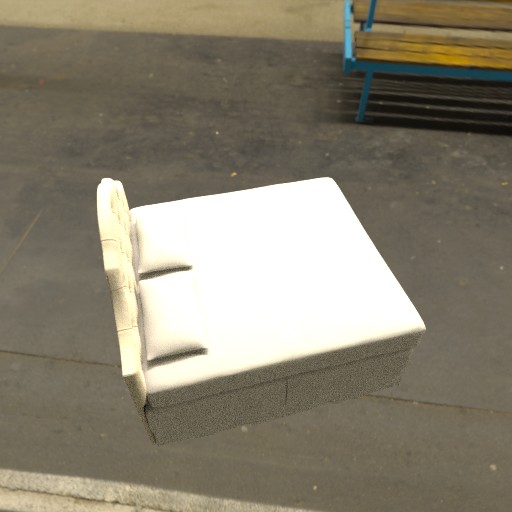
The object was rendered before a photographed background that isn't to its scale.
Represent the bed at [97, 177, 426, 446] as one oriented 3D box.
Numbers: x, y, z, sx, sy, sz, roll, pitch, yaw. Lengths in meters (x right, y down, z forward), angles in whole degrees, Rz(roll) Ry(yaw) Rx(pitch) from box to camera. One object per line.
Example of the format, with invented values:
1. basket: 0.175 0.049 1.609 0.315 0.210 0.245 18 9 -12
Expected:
1. bed: 0.000 0.000 3.545 2.086 1.555 2.012 -11 47 -10
